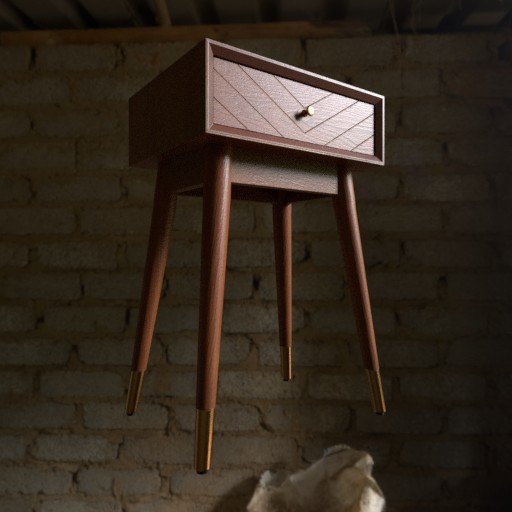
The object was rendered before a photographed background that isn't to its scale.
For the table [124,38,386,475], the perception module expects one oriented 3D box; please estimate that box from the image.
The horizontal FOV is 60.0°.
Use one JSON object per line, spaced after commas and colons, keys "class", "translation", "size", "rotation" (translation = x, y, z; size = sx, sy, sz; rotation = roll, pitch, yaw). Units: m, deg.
{"class": "table", "translation": [0.000, 0.000, 0.837], "size": [0.406, 0.599, 0.300], "rotation": [0, 0, -36]}
